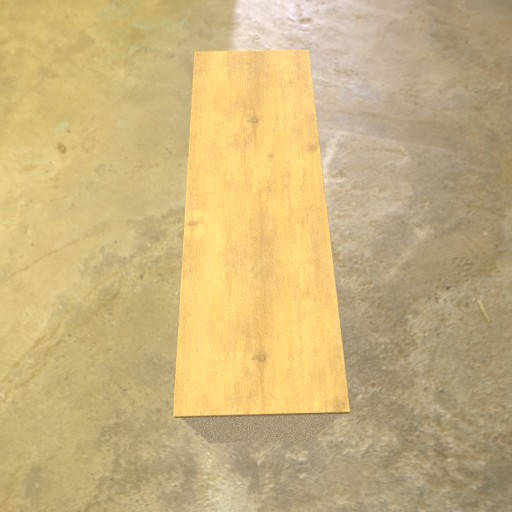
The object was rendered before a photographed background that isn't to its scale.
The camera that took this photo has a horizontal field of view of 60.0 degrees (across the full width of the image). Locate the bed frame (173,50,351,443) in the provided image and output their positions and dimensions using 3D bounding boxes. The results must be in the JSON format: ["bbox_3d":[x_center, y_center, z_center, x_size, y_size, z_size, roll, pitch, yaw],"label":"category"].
[{"bbox_3d":[0.000,0.000,1.746,0.430,0.850,1.300,-1,63,-1],"label":"bed frame"}]
